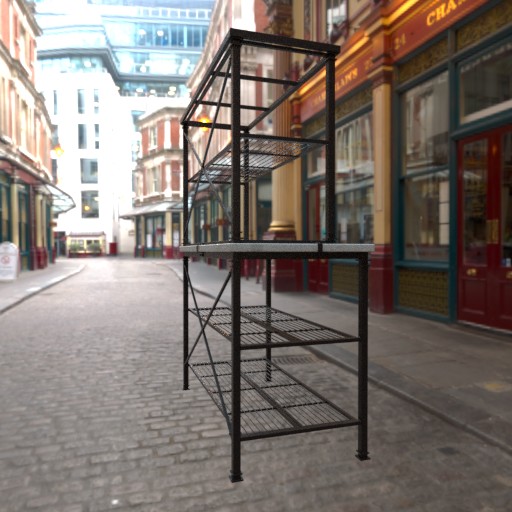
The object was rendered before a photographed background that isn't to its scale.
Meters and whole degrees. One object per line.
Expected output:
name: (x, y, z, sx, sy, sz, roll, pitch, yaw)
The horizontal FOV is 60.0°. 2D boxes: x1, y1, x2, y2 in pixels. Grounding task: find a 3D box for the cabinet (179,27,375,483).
cabinet: (0.000, 0.000, 2.261, 0.610, 1.659, 1.210, 0, 1, -18)
